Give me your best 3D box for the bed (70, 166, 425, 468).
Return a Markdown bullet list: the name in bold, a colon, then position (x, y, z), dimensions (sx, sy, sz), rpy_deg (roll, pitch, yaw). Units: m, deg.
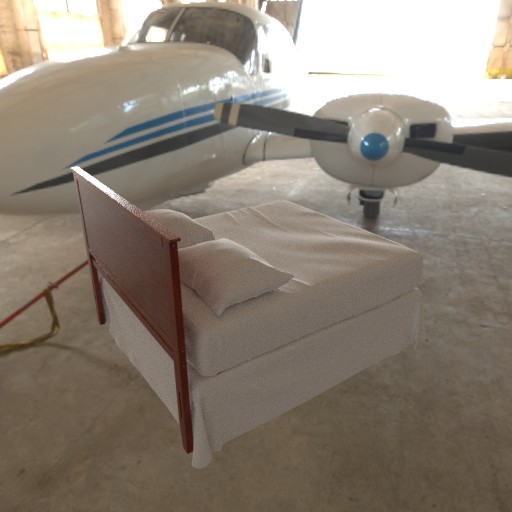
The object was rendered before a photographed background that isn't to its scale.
- **bed**: position (0.000, 0.000, 3.278), dimensions (2.050, 1.270, 1.870), rpy_deg (-16, 29, -31)
